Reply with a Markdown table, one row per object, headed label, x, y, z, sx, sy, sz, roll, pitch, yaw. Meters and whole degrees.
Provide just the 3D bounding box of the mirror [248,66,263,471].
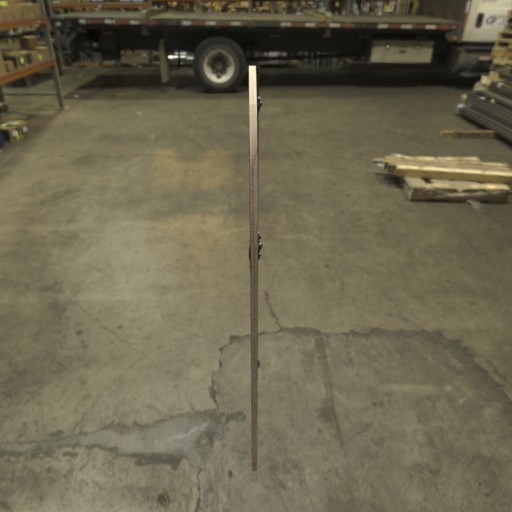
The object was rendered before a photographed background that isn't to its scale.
| label | x | y | z | sx | sy | sz | roll | pitch | yaw |
| --- | --- | --- | --- | --- | --- | --- | --- | --- | --- |
| mirror | 0.000 | 0.000 | 1.154 | 0.032 | 0.915 | 0.609 | 0 | 31 | -1 |
